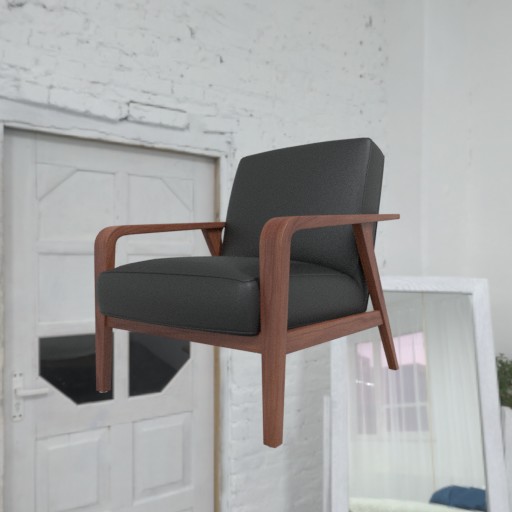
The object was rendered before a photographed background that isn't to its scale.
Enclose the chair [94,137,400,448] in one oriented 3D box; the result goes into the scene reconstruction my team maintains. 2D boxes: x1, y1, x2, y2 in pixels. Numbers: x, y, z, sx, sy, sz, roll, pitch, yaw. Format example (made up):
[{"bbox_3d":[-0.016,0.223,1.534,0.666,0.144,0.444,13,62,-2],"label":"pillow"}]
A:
[{"bbox_3d":[0.000,0.000,1.513,0.719,0.861,0.889,1,1,37],"label":"chair"}]
